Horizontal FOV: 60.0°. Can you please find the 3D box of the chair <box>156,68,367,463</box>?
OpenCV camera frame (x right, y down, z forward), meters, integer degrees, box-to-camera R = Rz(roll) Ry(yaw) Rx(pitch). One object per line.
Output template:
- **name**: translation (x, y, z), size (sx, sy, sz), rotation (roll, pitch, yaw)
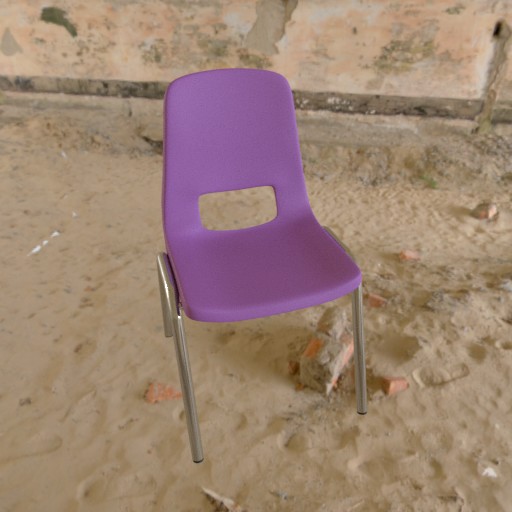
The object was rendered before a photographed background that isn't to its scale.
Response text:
- **chair**: translation (0.000, 0.000, 0.680), size (0.291, 0.493, 0.301), rotation (-10, 33, -15)
